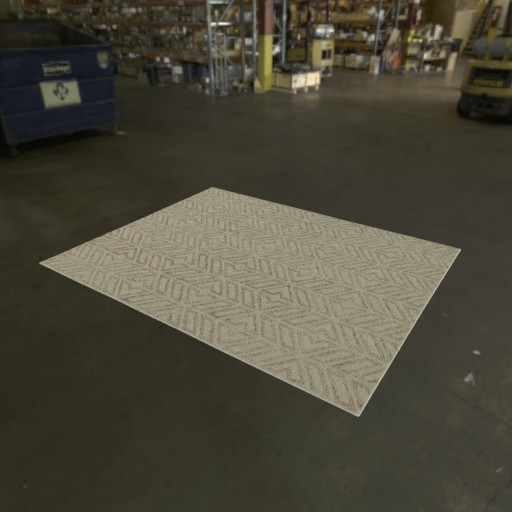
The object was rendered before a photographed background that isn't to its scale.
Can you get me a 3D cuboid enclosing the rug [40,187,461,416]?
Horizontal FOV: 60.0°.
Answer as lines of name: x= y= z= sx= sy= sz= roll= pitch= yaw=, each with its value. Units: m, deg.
rug: x=0.000 y=0.000 z=4.080 sx=3.045 sy=0.008 sz=2.421 roll=18 pitch=33 yaw=30
